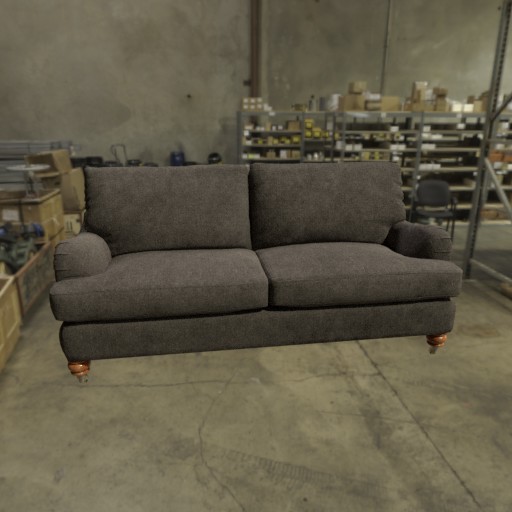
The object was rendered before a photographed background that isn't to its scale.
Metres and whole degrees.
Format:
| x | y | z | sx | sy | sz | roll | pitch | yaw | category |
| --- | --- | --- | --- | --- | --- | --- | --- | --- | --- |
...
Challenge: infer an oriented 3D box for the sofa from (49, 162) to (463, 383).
| x | y | z | sx | sy | sz | roll | pitch | yaw | category |
| --- | --- | --- | --- | --- | --- | --- | --- | --- | --- |
| 0.000 | 0.000 | 2.706 | 2.160 | 1.054 | 1.087 | -3 | 18 | -8 | sofa |
